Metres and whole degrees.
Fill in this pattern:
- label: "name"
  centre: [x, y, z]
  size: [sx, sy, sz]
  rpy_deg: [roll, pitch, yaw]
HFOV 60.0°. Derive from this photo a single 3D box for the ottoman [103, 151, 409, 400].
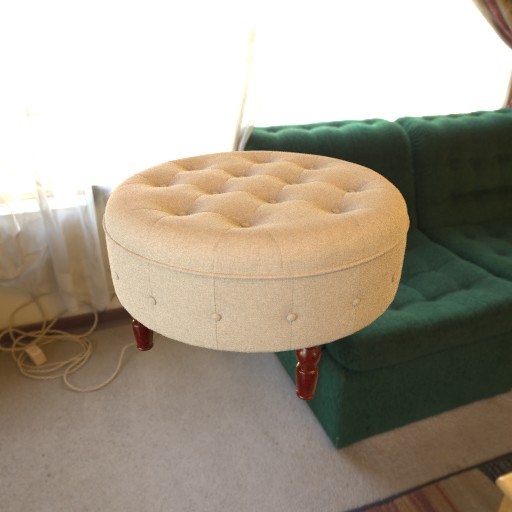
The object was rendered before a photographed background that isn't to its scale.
- label: "ottoman"
  centre: [0.000, 0.000, 1.357]
  size: [0.849, 0.478, 0.849]
  rpy_deg: [0, 27, 0]
